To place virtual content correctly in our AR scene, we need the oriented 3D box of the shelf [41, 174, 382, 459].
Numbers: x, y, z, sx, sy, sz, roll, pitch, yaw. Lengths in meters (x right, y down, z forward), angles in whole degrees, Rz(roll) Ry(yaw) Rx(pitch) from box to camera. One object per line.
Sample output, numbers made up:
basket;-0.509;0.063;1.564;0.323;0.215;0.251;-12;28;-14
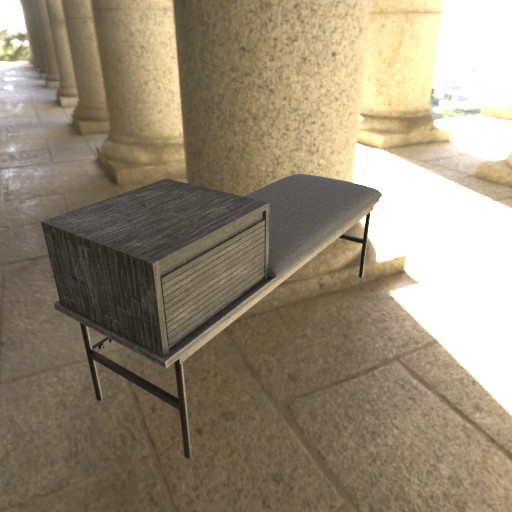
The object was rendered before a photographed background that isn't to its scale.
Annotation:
shelf;0.000;0.000;1.635;0.457;0.633;1.342;17;32;30
